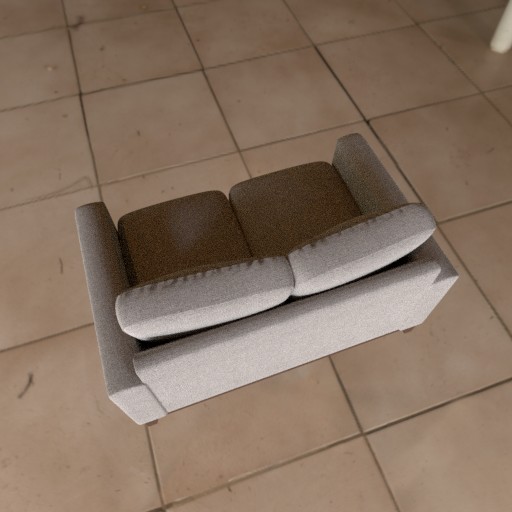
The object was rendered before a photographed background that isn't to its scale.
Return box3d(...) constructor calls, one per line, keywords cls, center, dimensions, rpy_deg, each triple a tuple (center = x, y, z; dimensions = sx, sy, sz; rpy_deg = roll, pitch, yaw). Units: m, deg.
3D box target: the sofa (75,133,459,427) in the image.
box3d(cls="sofa", center=(0.000, 0.000, 2.006), dimensions=(1.420, 0.873, 0.917), rpy_deg=(-17, 60, -10))
